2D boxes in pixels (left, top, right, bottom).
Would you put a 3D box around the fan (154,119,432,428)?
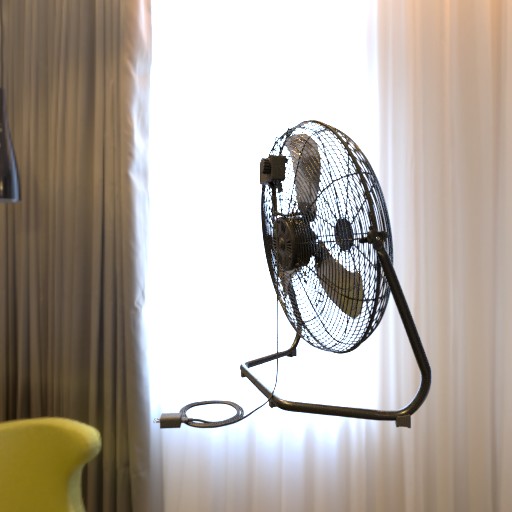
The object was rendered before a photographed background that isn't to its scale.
[{"bbox_3d":[0.000,0.000,0.990,0.470,0.605,0.595,0,1,-17],"label":"fan"}]
